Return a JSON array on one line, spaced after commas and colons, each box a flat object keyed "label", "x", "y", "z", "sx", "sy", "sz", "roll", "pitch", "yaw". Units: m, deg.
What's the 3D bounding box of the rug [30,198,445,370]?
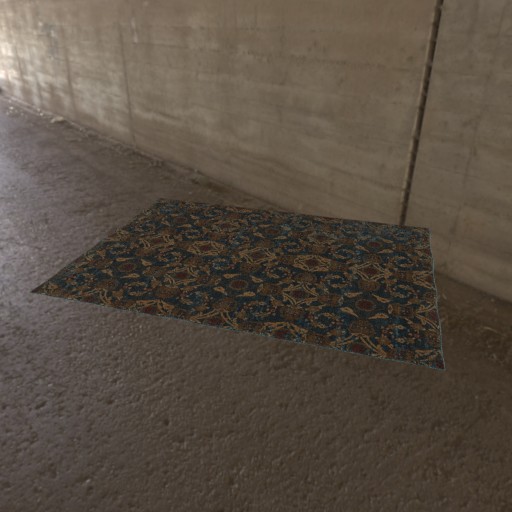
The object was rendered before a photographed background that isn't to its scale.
[{"label": "rug", "x": 0.000, "y": 0.000, "z": 4.311, "sx": 3.291, "sy": 0.013, "sz": 2.337, "roll": 8, "pitch": 29, "yaw": 15}]
